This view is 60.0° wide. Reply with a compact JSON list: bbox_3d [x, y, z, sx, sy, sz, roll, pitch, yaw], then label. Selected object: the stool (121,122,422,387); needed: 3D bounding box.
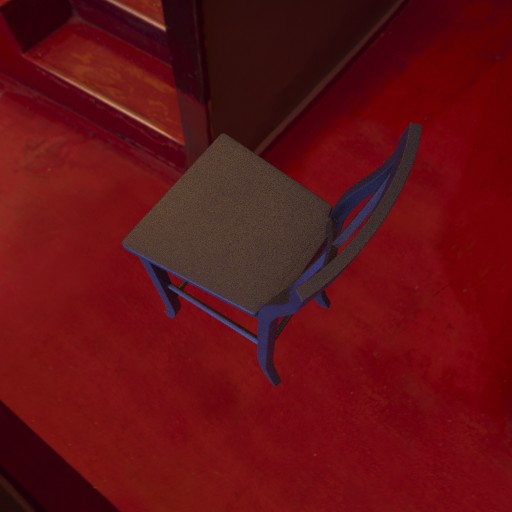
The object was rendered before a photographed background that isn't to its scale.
[{"bbox_3d":[0.000,0.000,1.287,0.559,0.989,0.452,32,68,14],"label":"stool"}]
